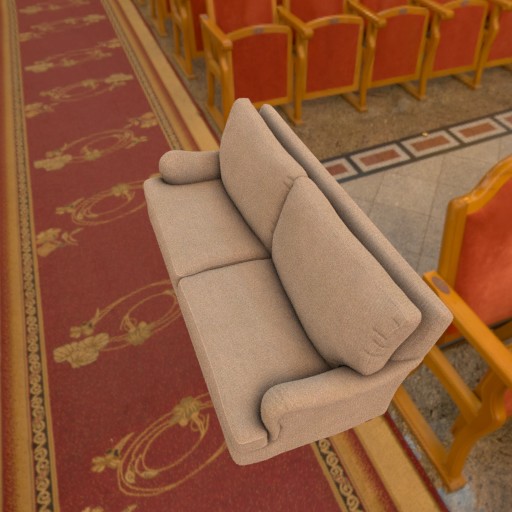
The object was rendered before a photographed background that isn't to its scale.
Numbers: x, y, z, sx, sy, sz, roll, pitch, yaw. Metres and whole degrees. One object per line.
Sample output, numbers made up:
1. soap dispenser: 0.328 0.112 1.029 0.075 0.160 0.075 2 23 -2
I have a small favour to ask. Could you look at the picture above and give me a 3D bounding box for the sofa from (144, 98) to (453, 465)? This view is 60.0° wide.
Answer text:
1. sofa: 0.000 0.000 2.815 1.069 1.096 2.193 -16 48 -15
